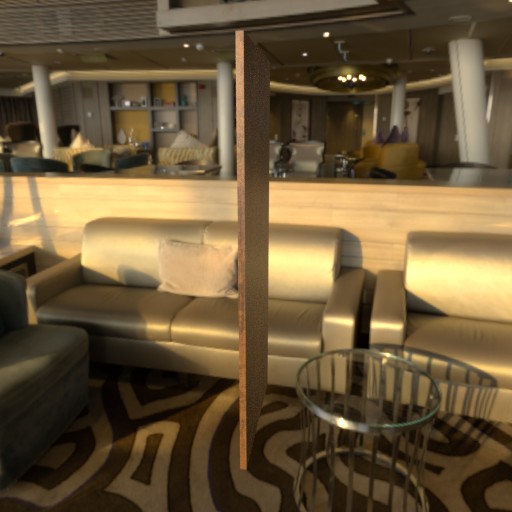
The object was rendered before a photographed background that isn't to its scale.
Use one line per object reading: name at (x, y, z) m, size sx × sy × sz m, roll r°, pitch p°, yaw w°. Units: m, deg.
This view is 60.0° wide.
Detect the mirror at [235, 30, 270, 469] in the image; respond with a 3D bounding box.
mirror at (0.000, 0.000, 2.372) m, size 0.032 × 2.031 × 0.812 m, roll 2°, pitch 16°, yaw 9°
